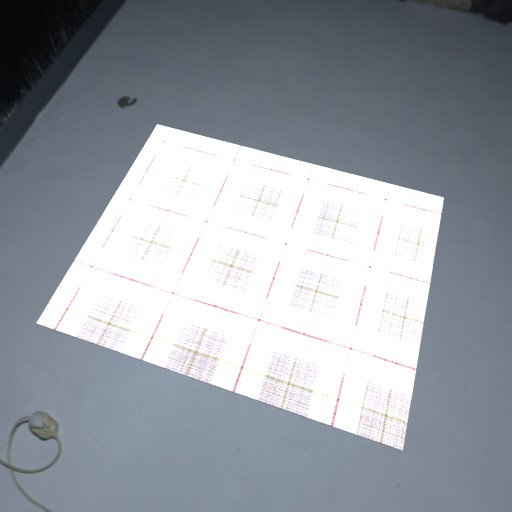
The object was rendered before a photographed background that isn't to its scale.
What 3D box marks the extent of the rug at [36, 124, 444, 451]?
[{"bbox_3d":[0.000,0.000,3.881,2.959,0.016,2.317,16,62,9],"label":"rug"}]
